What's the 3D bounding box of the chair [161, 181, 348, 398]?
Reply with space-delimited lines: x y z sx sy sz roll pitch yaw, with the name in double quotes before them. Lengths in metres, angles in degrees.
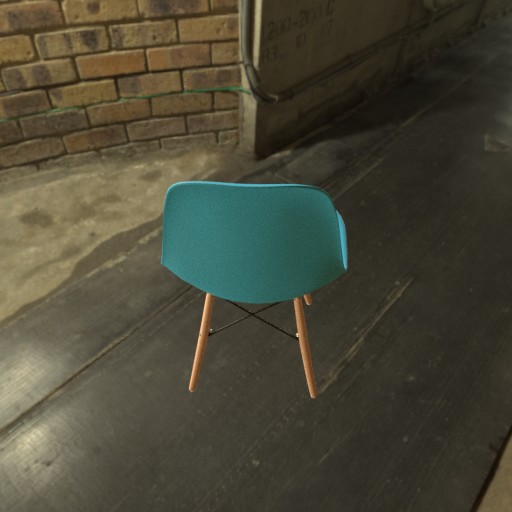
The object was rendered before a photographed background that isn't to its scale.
"chair" 0.000 0.000 1.159 0.470 0.826 0.531 2 45 2
